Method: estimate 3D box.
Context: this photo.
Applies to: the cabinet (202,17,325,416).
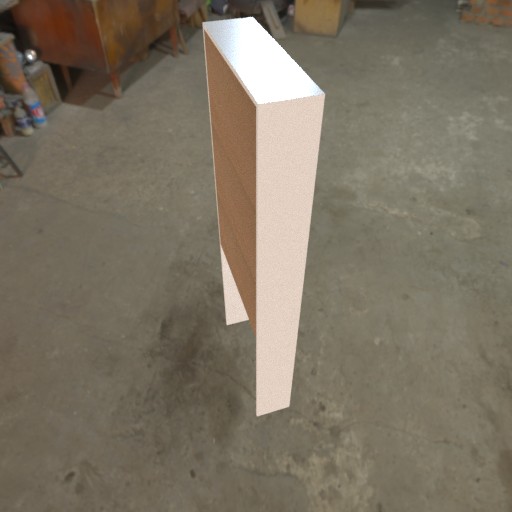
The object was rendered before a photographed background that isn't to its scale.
[{"bbox_3d":[0.000,0.000,1.989,0.192,1.770,0.643,-13,47,-12],"label":"cabinet"}]
